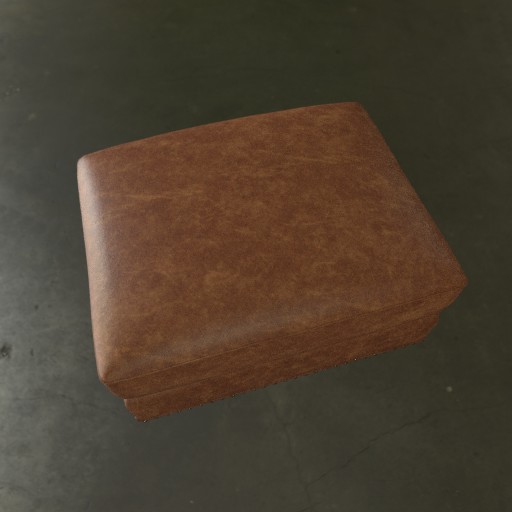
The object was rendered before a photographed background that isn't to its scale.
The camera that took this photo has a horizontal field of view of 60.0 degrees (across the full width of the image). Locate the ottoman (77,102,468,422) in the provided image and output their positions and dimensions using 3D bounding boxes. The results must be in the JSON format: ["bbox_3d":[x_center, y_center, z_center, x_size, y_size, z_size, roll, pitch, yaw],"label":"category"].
[{"bbox_3d":[0.000,0.000,1.115,0.742,0.486,0.586,-14,59,-8],"label":"ottoman"}]
